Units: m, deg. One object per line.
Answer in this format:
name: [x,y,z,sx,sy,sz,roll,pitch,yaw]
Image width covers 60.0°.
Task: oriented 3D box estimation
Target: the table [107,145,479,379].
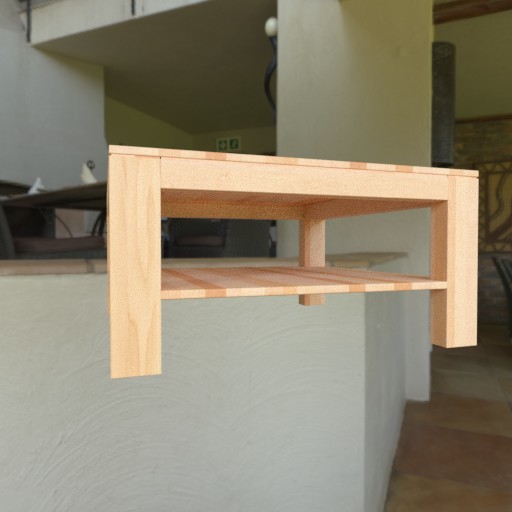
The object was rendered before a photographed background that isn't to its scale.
table: [0.000,0.000,1.422,0.900,0.450,0.900,0,1,-19]
